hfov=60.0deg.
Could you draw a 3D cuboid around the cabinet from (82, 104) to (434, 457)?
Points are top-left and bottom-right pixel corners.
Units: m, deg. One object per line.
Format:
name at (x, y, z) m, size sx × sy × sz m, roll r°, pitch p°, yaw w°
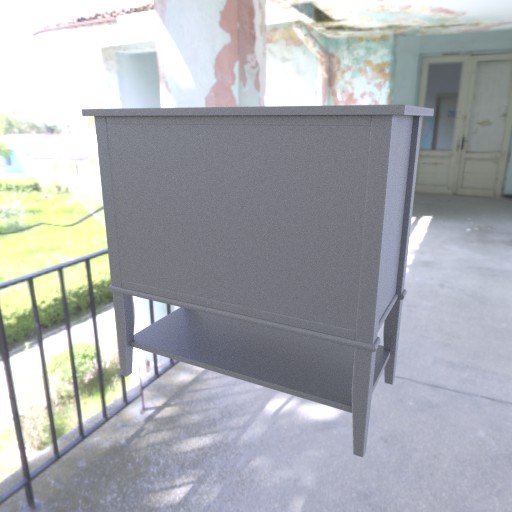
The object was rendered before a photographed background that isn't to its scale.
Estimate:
cabinet at (0.000, 0.000, 1.238) m, size 0.801 × 0.780 × 0.396 m, roll 9°, pitch 19°, yaw 26°
